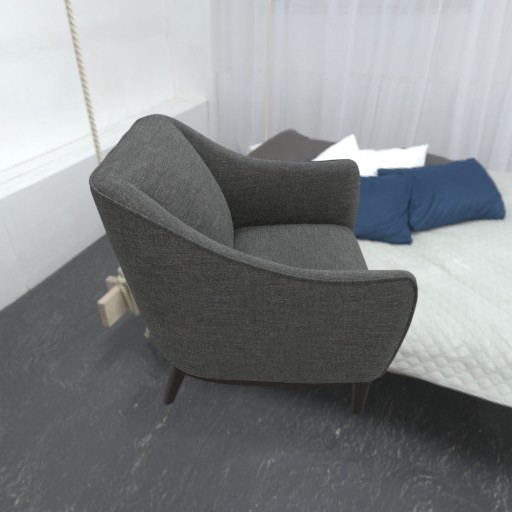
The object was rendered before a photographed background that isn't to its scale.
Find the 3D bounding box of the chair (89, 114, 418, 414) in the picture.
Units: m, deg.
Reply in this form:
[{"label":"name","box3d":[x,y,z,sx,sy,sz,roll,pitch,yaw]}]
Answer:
[{"label":"chair","box3d":[0.000,0.000,1.554,0.851,0.829,0.870,0,32,0]}]
